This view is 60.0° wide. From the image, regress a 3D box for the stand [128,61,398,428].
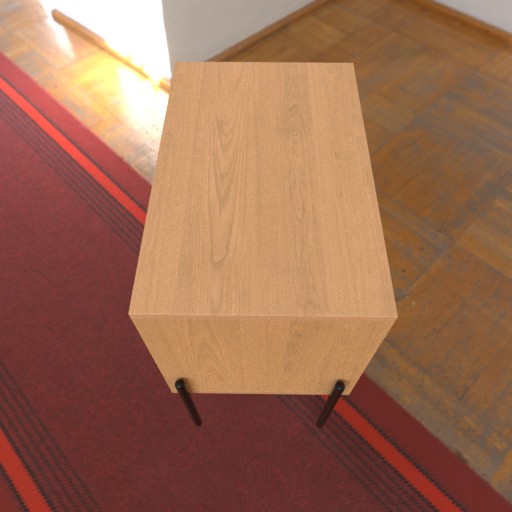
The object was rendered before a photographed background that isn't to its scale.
[{"bbox_3d":[0.000,0.000,1.024,0.400,0.600,0.630,1,57,0],"label":"stand"}]
